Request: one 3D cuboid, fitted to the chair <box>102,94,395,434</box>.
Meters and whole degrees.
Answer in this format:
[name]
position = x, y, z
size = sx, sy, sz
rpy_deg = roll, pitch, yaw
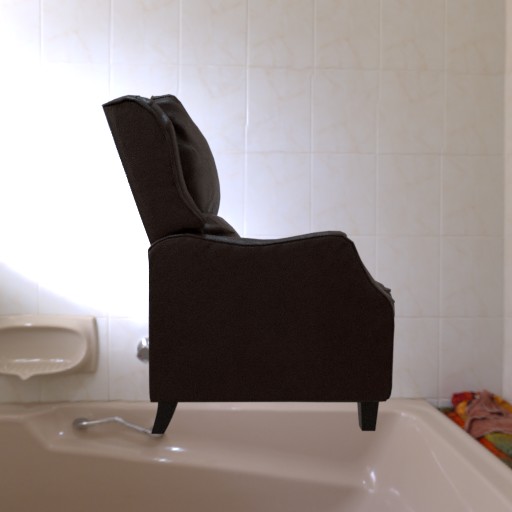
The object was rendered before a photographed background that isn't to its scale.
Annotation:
[chair]
position = 0.000, 0.000, 1.772
size = 0.982, 1.132, 0.770
rpy_deg = 0, 1, 0
